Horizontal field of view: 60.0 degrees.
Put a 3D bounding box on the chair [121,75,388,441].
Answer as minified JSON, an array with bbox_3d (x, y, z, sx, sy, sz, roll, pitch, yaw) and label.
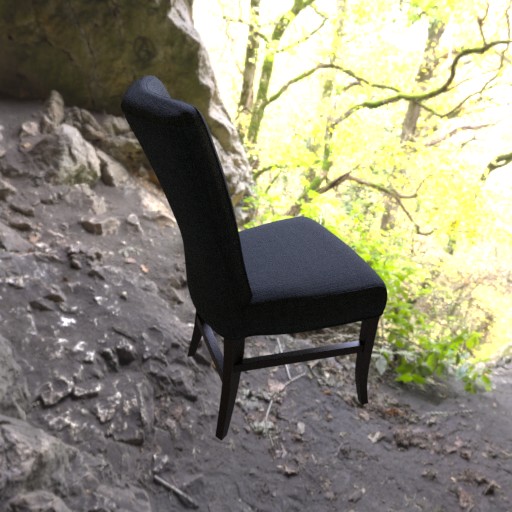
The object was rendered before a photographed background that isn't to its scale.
[{"bbox_3d":[0.000,0.000,1.342,0.660,0.991,0.520,-10,31,-18],"label":"chair"}]
